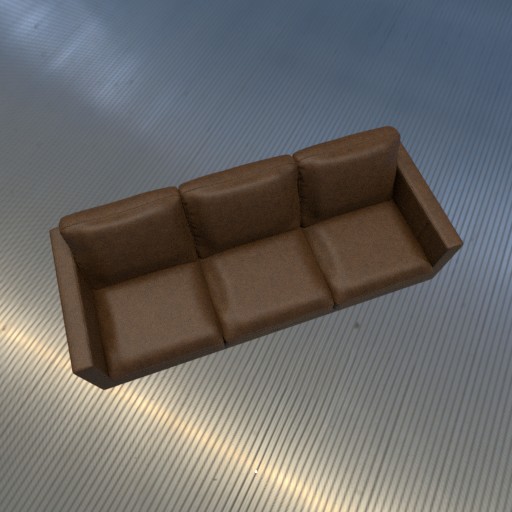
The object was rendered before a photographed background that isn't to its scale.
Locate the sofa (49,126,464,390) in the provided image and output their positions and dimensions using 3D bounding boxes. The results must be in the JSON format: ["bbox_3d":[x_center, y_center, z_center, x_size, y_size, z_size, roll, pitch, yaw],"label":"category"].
[{"bbox_3d":[0.000,0.000,2.735,2.231,0.930,0.903,-17,65,-8],"label":"sofa"}]
